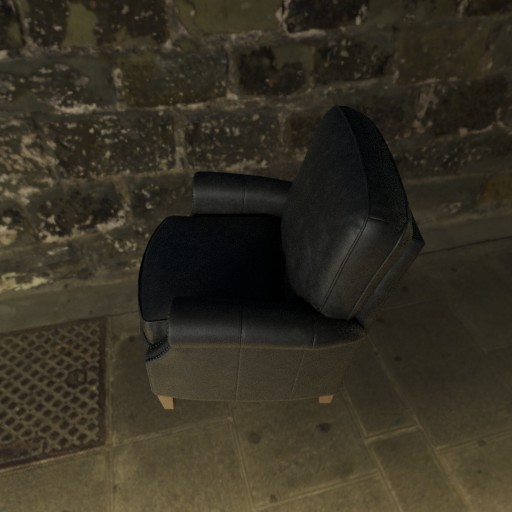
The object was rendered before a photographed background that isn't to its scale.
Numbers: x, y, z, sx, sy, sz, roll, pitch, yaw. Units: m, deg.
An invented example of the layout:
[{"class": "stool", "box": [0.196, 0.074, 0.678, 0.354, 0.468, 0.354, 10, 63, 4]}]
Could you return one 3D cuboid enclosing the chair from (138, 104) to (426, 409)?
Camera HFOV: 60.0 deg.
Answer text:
[{"class": "chair", "box": [0.000, 0.000, 1.756, 0.986, 1.018, 0.936, 0, 42, 0]}]
